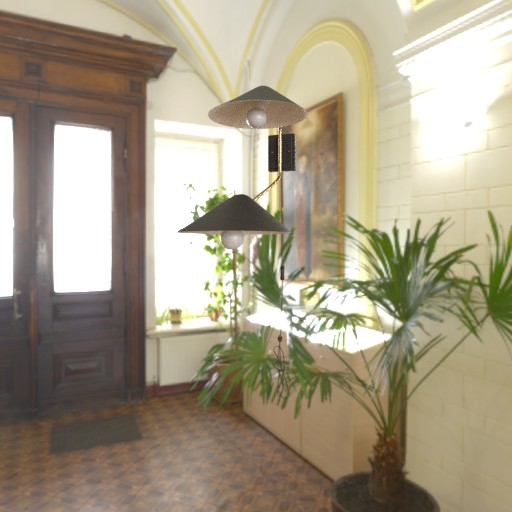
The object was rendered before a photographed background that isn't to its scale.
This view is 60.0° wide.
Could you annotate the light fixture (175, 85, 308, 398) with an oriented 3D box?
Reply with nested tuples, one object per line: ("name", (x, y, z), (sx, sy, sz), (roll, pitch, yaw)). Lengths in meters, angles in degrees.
("light fixture", (0.000, 0.000, 0.837), (0.189, 0.665, 0.422), (0, 1, 18))
